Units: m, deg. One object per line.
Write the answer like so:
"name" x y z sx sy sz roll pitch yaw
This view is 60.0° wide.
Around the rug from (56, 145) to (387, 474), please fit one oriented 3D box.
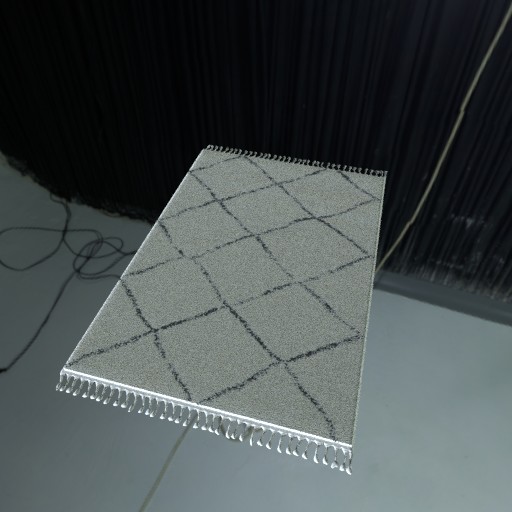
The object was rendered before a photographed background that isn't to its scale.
"rug" 0.000 0.000 2.828 1.494 0.031 2.307 11 47 10
